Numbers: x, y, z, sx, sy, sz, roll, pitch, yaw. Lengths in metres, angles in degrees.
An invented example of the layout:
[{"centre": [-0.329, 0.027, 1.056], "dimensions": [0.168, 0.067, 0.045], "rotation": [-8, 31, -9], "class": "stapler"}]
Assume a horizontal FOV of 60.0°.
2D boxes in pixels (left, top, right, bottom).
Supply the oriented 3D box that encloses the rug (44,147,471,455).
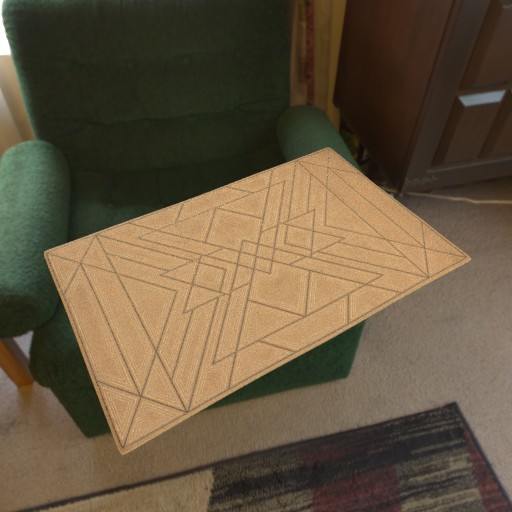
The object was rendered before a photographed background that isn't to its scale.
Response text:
[{"centre": [0.000, 0.000, 3.010], "dimensions": [2.459, 0.023, 1.575], "rotation": [-24, 51, -21], "class": "rug"}]
